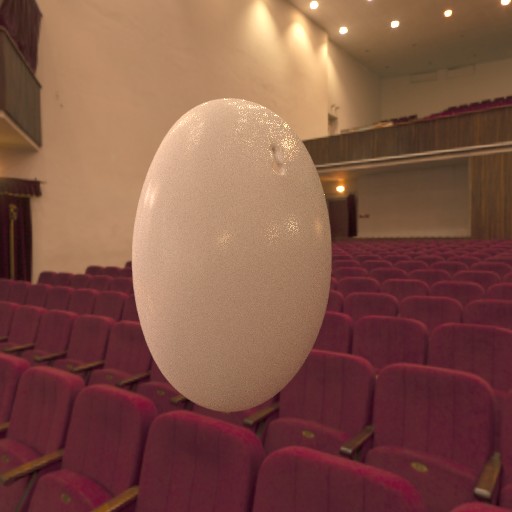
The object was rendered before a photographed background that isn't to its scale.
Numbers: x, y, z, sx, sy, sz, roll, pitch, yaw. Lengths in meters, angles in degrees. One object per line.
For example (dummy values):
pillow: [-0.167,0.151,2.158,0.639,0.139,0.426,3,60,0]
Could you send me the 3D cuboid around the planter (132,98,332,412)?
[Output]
planter: [0.000,0.000,0.276,0.043,0.188,0.185,1,2,37]
